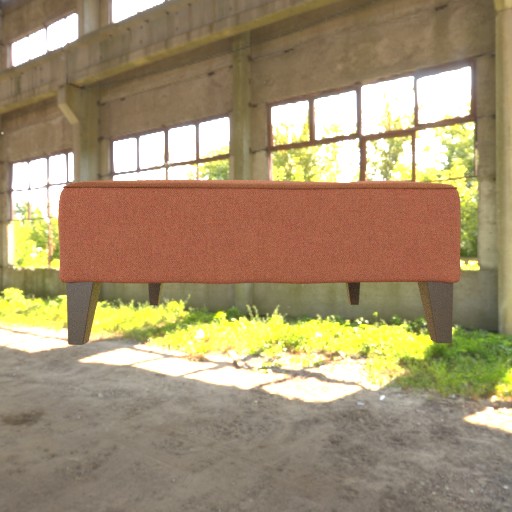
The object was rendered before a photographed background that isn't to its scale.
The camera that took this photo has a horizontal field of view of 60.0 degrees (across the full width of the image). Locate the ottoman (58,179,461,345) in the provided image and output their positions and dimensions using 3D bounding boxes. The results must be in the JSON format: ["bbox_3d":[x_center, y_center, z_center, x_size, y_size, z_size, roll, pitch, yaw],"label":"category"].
[{"bbox_3d":[0.000,0.000,1.560,0.999,0.438,0.997,0,0,-1],"label":"ottoman"}]
